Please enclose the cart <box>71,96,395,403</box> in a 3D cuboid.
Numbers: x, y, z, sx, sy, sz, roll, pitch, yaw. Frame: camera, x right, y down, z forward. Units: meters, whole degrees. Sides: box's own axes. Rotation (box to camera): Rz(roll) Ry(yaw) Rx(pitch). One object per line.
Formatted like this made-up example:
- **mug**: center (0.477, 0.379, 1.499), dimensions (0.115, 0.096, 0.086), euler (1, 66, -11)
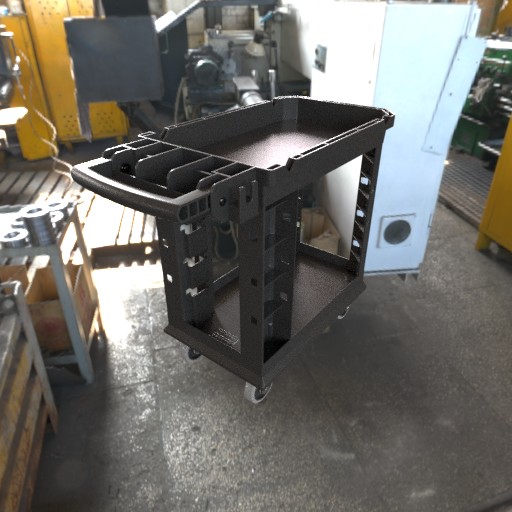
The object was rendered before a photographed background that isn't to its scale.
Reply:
- **cart**: center (0.000, 0.000, 1.573), dimensions (0.497, 0.884, 1.061), euler (22, 37, 32)
